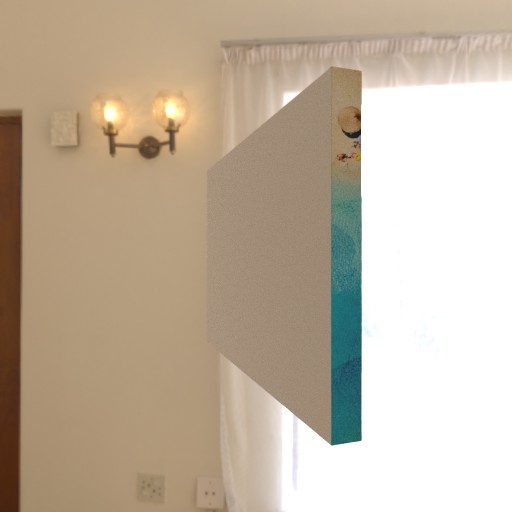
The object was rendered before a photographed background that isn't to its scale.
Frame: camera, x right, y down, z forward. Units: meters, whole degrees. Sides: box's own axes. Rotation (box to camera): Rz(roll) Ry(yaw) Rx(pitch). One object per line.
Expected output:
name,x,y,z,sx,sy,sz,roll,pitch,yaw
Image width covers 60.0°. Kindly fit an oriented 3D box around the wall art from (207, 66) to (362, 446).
wall art,0.000,0.000,1.125,0.057,0.595,0.894,0,0,-19
